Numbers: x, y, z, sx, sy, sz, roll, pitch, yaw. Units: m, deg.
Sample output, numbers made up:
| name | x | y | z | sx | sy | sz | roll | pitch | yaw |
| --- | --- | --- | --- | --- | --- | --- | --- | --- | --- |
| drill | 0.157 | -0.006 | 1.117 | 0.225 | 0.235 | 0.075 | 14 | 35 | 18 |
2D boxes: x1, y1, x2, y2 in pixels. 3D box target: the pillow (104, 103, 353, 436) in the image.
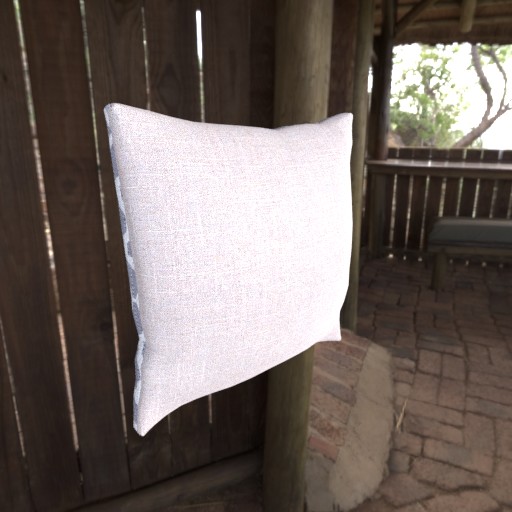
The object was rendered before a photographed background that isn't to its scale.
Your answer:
| name | x | y | z | sx | sy | sz | roll | pitch | yaw |
| --- | --- | --- | --- | --- | --- | --- | --- | --- | --- |
| pillow | 0.000 | 0.000 | 0.789 | 0.508 | 0.498 | 0.215 | -14 | 21 | -40 |
